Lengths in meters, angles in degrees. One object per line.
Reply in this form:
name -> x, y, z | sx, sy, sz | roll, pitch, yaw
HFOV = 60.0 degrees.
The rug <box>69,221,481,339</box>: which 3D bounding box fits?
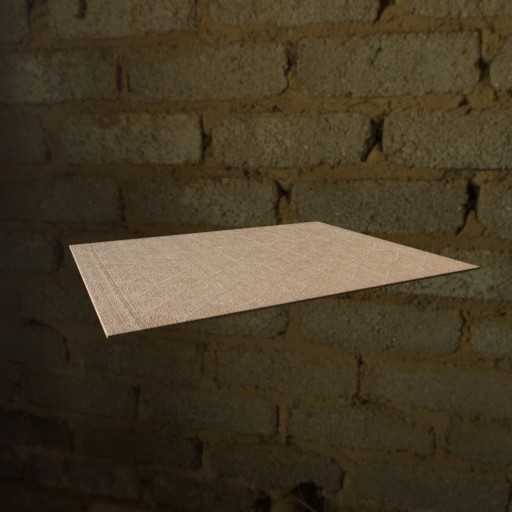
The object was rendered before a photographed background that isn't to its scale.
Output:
rug -> 0.000, 0.000, 4.130 | 3.039, 0.019, 2.420 | -7, 16, -26
